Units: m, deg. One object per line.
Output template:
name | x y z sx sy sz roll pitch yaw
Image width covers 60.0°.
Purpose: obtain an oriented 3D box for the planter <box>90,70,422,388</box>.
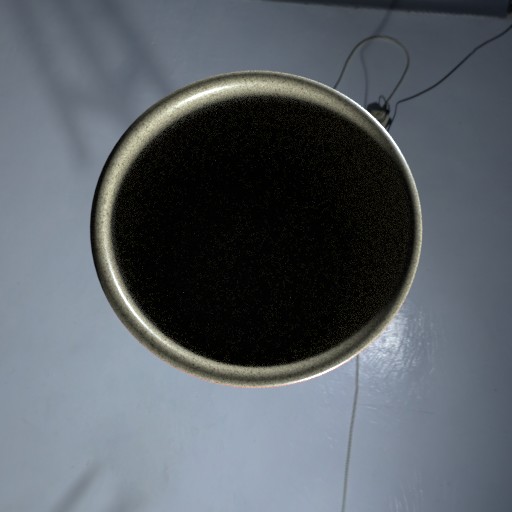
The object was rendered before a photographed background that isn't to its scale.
planter | 0.000 0.000 0.350 0.191 0.200 0.191 0 76 0
